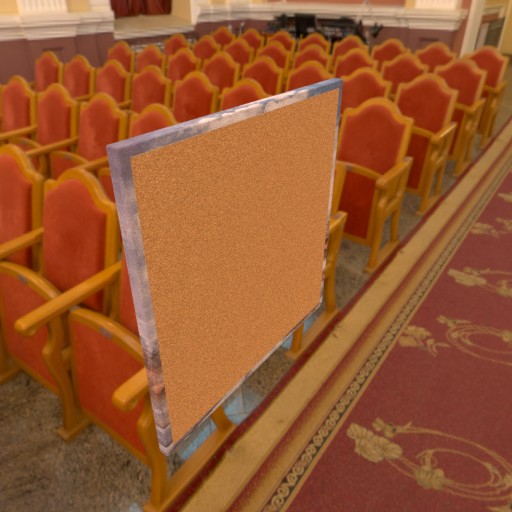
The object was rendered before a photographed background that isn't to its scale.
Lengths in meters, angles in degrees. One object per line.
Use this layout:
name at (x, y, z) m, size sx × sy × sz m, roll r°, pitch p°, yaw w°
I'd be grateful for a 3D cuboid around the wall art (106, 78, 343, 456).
wall art at (0.000, 0.000, 1.530) m, size 0.040 × 1.020 × 1.010 m, roll 21°, pitch 37°, yaw 31°
